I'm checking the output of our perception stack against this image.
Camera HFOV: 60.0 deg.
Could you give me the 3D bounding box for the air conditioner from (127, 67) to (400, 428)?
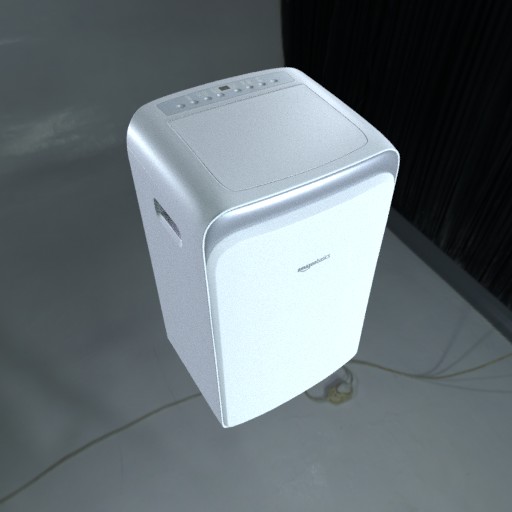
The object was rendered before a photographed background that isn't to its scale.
[{"bbox_3d":[0.000,0.000,1.106,0.478,0.765,0.467,-23,51,-21],"label":"air conditioner"}]
